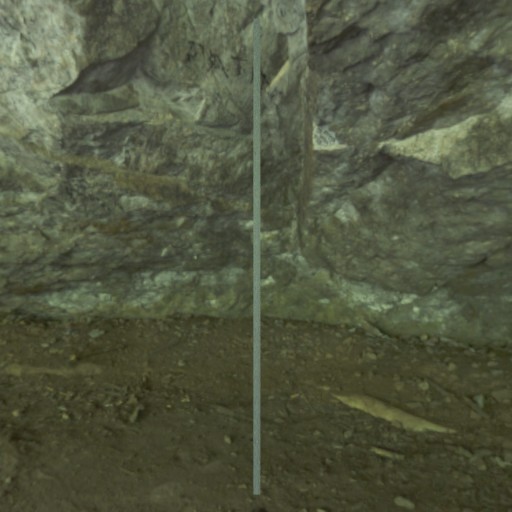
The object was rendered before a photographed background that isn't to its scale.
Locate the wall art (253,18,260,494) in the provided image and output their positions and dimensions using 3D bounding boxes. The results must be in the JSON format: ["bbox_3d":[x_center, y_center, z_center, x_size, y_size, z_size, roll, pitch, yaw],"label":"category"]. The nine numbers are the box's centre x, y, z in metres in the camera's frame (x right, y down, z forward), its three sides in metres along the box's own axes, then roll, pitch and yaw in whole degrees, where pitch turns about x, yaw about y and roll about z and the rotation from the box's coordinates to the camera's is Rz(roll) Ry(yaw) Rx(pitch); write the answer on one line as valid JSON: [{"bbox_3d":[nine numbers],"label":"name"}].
[{"bbox_3d":[0.000,0.000,1.445,0.016,1.116,0.810,0,1,0],"label":"wall art"}]
